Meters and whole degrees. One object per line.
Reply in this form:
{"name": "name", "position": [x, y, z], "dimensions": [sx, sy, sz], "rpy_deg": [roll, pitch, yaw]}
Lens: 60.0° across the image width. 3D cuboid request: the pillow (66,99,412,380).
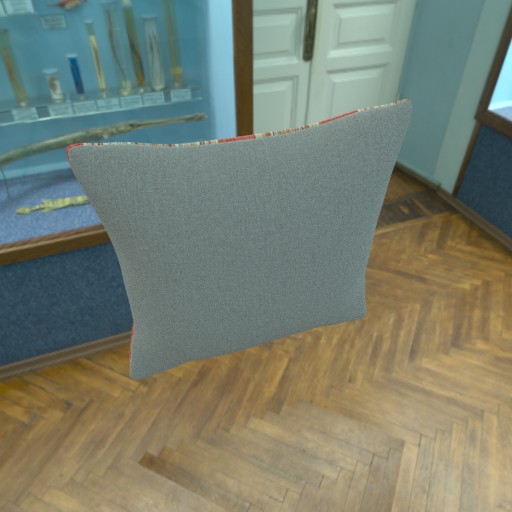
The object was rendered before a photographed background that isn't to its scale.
{"name": "pillow", "position": [0.000, 0.000, 0.656], "dimensions": [0.437, 0.419, 0.136], "rpy_deg": [-12, 42, -14]}
